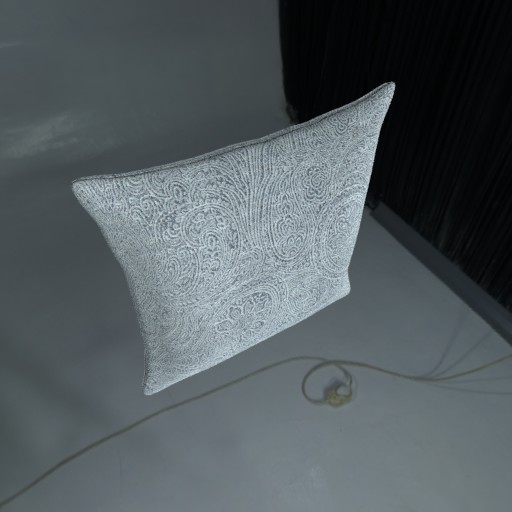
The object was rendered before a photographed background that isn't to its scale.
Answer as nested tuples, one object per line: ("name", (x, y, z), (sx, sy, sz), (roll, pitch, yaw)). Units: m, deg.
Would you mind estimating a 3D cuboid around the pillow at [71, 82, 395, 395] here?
("pillow", (0.000, 0.000, 0.792), (0.523, 0.510, 0.166), (-24, 50, -21))
